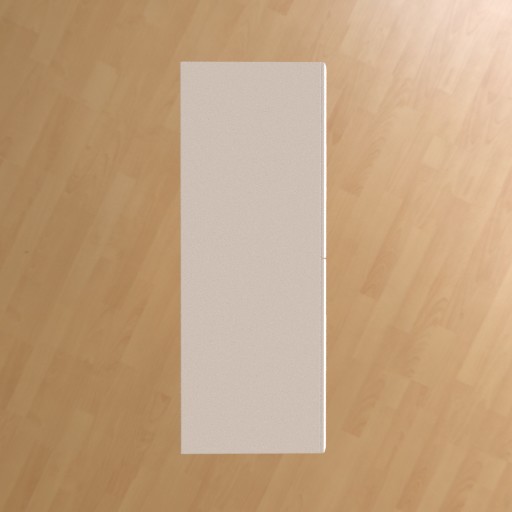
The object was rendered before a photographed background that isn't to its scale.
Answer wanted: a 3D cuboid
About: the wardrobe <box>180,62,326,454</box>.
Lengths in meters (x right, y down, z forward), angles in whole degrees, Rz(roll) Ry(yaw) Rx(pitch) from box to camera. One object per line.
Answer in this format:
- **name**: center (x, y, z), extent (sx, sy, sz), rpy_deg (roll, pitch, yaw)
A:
- **wardrobe**: center (0.000, 0.000, 1.618), extent (0.360, 1.200, 0.900), rpy_deg (0, 91, -1)
